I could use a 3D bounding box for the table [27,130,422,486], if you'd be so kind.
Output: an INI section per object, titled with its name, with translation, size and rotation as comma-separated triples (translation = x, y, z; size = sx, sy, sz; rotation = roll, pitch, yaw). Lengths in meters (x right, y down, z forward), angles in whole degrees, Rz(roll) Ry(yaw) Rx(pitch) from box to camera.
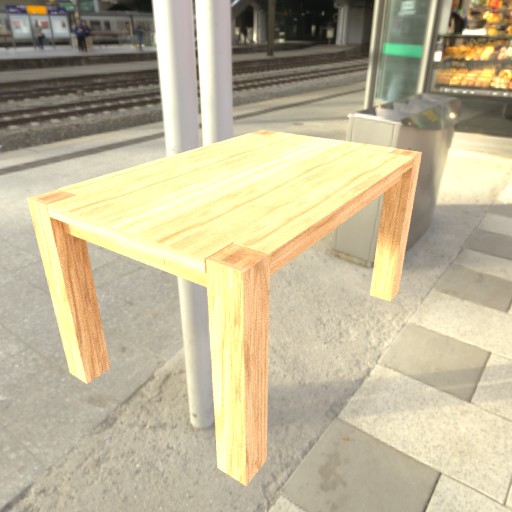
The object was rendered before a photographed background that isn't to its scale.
[table]
translation = 0.000, 0.000, 1.942
size = 0.900, 0.760, 1.400
rotation = 18, 32, 31
